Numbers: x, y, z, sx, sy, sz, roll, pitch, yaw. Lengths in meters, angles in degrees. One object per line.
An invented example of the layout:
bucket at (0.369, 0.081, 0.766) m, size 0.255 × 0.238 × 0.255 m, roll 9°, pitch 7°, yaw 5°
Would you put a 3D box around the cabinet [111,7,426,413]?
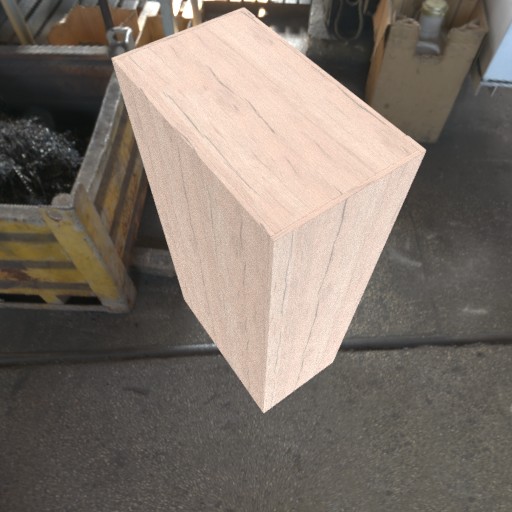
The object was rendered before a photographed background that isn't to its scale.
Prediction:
cabinet at (0.000, 0.000, 2.284) m, size 0.580 × 1.930 × 0.980 m, roll -31°, pitch 63°, yaw -18°
